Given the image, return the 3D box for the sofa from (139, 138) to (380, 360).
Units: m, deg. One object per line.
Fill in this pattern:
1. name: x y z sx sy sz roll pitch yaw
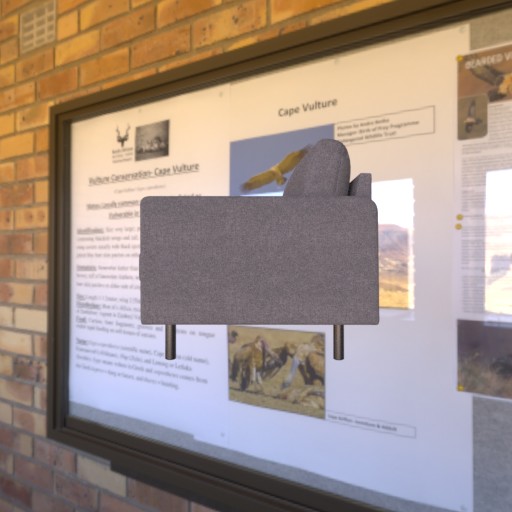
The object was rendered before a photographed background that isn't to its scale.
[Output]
1. sofa: 0.000 0.000 2.591 0.880 0.880 2.100 0 -1 0
